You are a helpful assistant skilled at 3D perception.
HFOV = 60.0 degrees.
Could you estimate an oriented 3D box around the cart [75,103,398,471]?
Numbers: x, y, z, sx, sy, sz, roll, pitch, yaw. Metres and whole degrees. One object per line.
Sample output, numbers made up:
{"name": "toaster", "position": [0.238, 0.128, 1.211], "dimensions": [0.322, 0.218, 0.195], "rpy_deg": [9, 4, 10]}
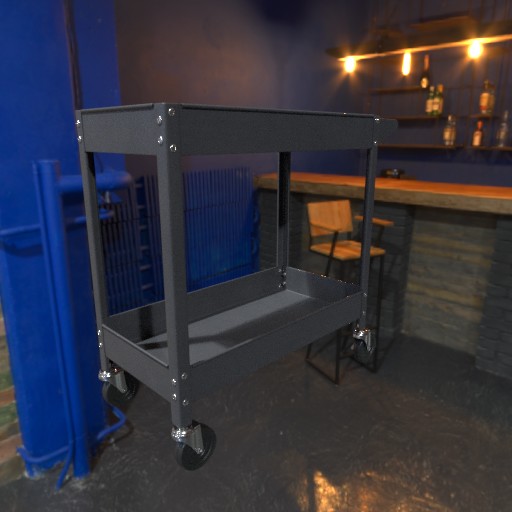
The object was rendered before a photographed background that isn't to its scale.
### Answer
{"name": "cart", "position": [0.000, 0.000, 1.175], "dimensions": [0.779, 0.719, 0.366], "rpy_deg": [-15, 21, -43]}
